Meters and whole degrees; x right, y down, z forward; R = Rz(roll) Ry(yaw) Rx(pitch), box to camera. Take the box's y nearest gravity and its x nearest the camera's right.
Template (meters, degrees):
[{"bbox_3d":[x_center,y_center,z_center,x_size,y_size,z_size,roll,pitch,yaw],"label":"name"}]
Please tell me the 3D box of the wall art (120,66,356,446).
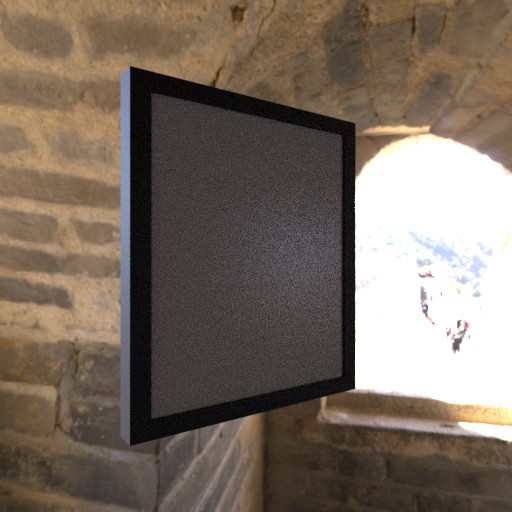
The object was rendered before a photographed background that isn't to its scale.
[{"bbox_3d":[0.000,0.000,0.551,0.330,0.381,0.029,0,0,-35],"label":"wall art"}]
